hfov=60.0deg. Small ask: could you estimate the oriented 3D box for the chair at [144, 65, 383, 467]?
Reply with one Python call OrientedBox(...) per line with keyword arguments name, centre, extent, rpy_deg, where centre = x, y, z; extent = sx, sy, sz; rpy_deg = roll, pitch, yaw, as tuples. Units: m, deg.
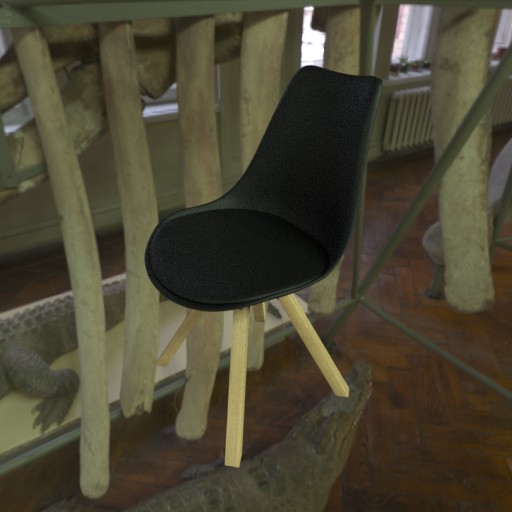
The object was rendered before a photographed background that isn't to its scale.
OrientedBox(name="chair", centre=(0.000, 0.000, 1.143), extent=(0.549, 0.850, 0.485), rpy_deg=(-20, 36, -30))
